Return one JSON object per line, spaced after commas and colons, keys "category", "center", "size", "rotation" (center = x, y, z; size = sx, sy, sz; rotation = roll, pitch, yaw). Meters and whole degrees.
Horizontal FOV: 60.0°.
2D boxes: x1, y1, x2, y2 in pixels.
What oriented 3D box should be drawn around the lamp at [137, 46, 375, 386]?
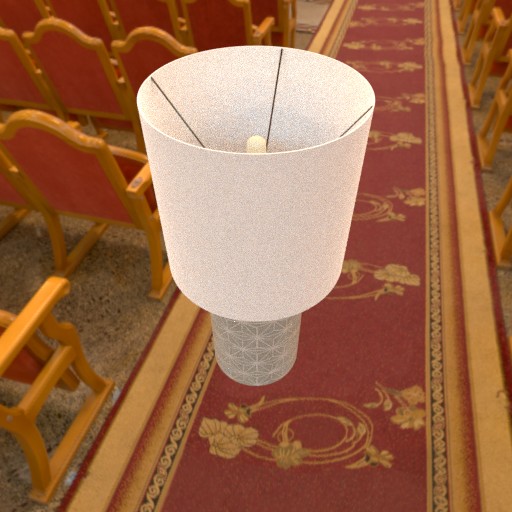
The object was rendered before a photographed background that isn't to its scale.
{"category": "lamp", "center": [0.000, 0.000, 0.538], "size": [0.206, 0.416, 0.206], "rotation": [11, 46, 11]}
